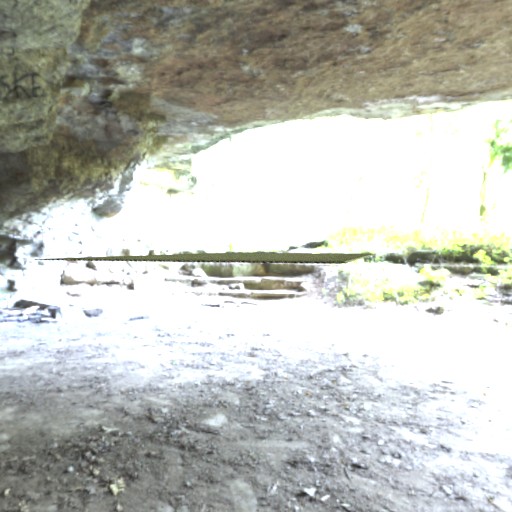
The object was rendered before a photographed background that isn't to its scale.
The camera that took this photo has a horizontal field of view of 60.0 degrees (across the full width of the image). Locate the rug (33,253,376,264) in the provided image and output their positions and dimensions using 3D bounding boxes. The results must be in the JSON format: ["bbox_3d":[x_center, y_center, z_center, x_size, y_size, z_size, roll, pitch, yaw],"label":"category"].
[{"bbox_3d":[0.000,0.000,3.099,1.544,0.010,2.435,0,1,18],"label":"rug"}]
